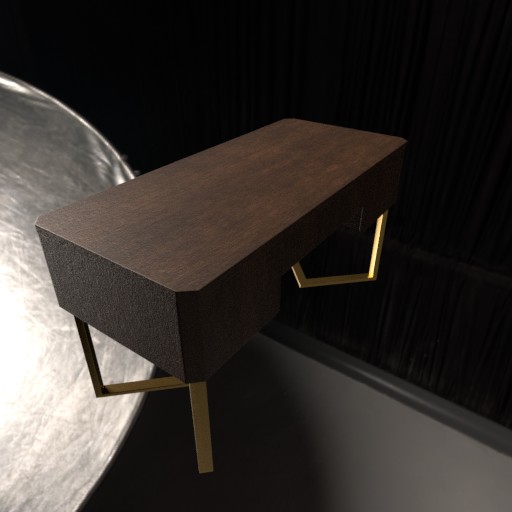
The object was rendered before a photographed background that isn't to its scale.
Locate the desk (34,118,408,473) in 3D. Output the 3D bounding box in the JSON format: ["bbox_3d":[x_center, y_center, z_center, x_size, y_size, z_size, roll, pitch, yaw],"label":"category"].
[{"bbox_3d":[0.000,0.000,1.889,0.684,0.762,1.479,21,37,30],"label":"desk"}]
